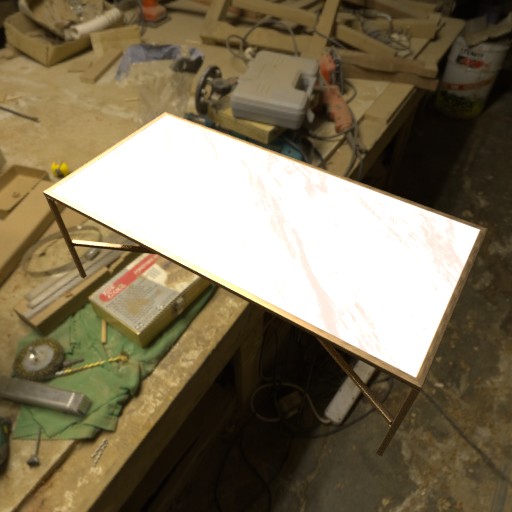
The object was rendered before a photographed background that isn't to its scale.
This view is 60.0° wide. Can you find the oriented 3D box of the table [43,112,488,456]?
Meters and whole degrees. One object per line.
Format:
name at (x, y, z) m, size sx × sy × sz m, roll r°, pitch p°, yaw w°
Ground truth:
table at (0.000, 0.000, 1.459) m, size 1.197 × 0.405 × 0.577 m, roll 25°, pitch 52°, yaw 22°
